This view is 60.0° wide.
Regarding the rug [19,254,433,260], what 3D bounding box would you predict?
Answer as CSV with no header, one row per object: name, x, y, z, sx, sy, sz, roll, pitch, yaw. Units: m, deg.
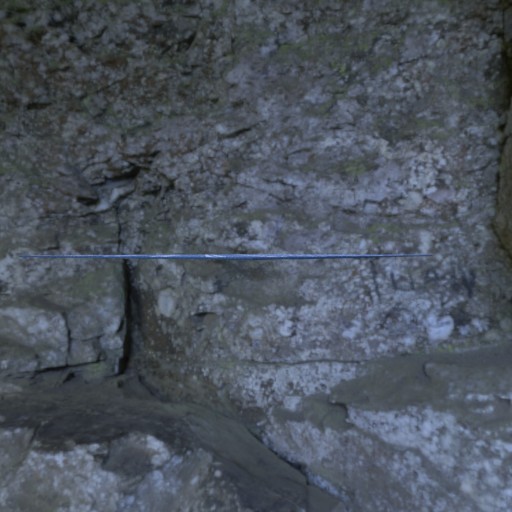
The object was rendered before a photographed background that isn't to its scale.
rug,0.000,0.000,4.302,2.432,0.018,3.342,0,1,37
